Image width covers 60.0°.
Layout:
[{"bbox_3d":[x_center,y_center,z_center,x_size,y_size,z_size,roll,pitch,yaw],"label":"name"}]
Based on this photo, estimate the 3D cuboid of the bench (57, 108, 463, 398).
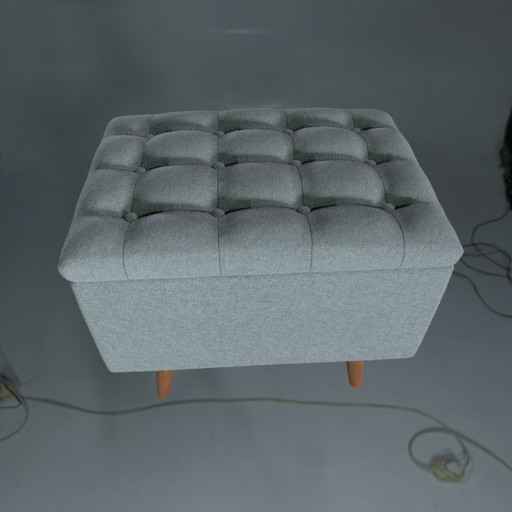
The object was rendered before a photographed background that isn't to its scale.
[{"bbox_3d":[0.000,0.000,0.891,0.572,0.469,0.417,-2,45,-2],"label":"bench"}]
